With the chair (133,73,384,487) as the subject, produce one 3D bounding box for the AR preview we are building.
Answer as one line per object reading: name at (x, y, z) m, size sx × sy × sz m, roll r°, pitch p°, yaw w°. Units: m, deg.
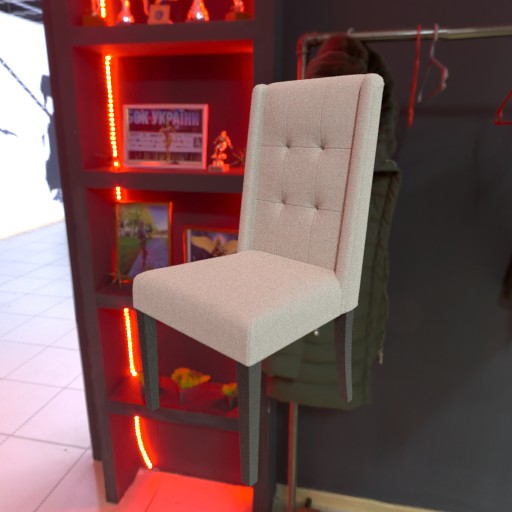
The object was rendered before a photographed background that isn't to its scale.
chair at (0.000, 0.000, 1.240) m, size 0.474 × 0.961 × 0.523 m, roll 15°, pitch 22°, yaw 43°
